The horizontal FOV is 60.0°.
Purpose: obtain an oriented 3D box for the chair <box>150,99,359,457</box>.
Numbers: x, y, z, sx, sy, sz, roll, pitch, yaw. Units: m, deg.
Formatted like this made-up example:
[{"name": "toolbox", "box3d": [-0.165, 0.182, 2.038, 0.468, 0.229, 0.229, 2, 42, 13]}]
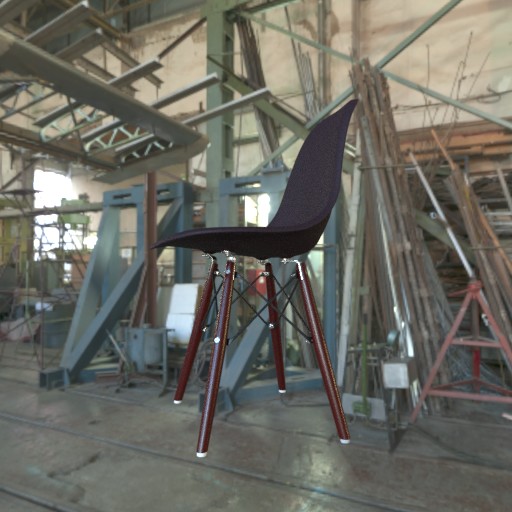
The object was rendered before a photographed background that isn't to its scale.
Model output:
[{"name": "chair", "box3d": [0.000, 0.000, 1.147, 0.533, 0.826, 0.470, 1, -2, -18]}]
